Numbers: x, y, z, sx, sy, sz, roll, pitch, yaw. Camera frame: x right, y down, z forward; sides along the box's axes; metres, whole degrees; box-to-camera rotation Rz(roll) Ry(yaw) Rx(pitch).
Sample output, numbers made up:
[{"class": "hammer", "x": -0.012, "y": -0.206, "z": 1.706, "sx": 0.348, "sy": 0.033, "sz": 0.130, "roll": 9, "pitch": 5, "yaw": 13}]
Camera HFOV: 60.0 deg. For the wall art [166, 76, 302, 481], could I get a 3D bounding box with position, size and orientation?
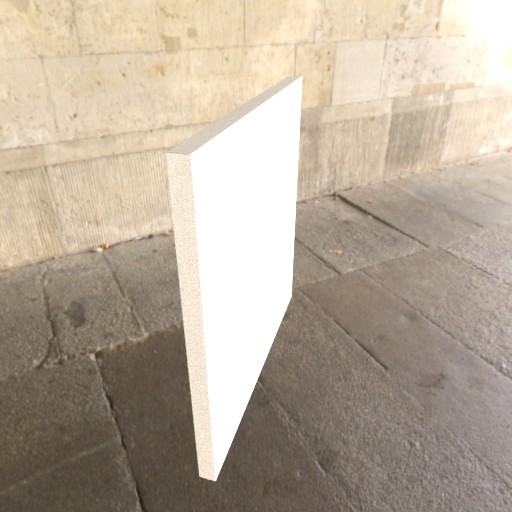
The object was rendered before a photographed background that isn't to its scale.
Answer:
[{"class": "wall art", "x": 0.000, "y": 0.000, "z": 1.141, "sx": 0.040, "sy": 0.762, "sz": 0.762, "roll": 9, "pitch": 31, "yaw": 15}]
